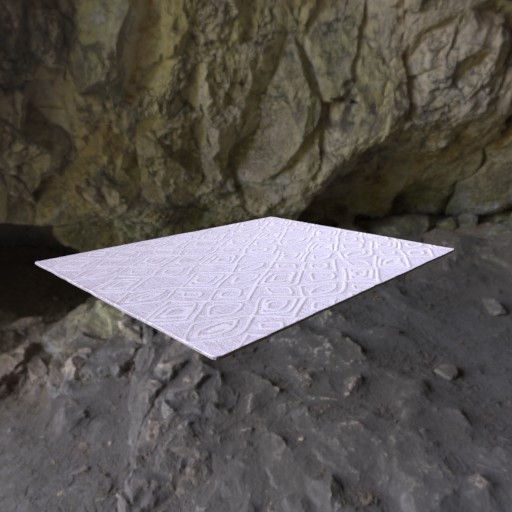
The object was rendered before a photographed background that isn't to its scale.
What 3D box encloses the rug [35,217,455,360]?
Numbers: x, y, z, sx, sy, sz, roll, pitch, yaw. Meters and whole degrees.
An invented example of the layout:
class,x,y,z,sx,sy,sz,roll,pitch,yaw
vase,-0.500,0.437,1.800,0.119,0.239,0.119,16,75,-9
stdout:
class,x,y,z,sx,sy,sz,roll,pitch,yaw
rug,0.000,0.000,4.085,2.449,0.025,3.049,15,21,43
